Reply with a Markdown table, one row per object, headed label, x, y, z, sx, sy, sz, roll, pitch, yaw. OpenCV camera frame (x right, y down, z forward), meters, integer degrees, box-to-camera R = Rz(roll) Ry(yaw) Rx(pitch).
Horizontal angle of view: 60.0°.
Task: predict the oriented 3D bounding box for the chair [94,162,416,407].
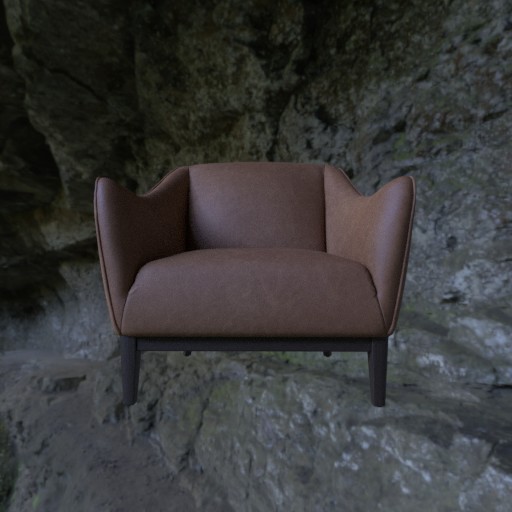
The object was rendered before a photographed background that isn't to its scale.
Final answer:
| label | x | y | z | sx | sy | sz | roll | pitch | yaw |
| --- | --- | --- | --- | --- | --- | --- | --- | --- | --- |
| chair | 0.000 | 0.000 | 1.560 | 0.871 | 0.830 | 0.852 | 0 | -1 | 1 |
